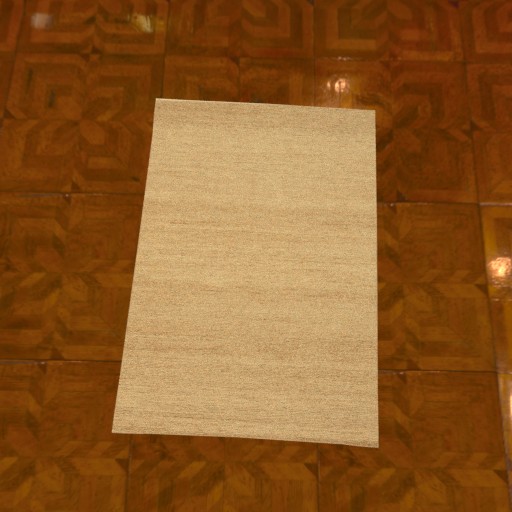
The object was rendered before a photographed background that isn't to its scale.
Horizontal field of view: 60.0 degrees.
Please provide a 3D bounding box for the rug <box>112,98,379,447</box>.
[{"bbox_3d":[0.000,0.000,2.921,1.596,0.030,2.283,3,75,1],"label":"rug"}]
